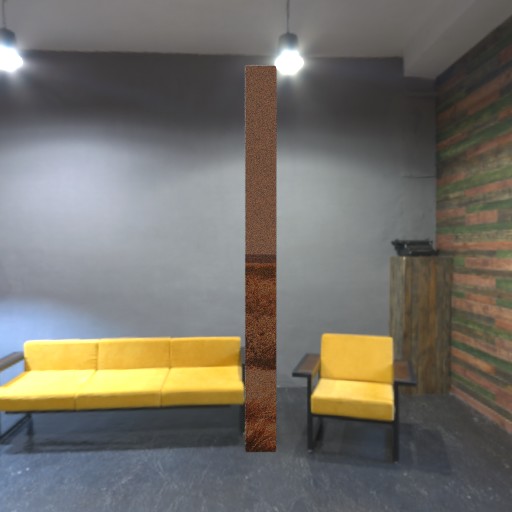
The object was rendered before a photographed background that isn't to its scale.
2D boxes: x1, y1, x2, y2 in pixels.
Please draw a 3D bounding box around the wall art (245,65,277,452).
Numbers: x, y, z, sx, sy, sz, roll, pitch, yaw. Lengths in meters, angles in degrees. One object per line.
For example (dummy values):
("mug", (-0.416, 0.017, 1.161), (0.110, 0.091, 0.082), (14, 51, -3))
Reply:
("wall art", (0.000, 0.000, 1.155), (0.050, 0.610, 0.914), (0, 1, -1))
